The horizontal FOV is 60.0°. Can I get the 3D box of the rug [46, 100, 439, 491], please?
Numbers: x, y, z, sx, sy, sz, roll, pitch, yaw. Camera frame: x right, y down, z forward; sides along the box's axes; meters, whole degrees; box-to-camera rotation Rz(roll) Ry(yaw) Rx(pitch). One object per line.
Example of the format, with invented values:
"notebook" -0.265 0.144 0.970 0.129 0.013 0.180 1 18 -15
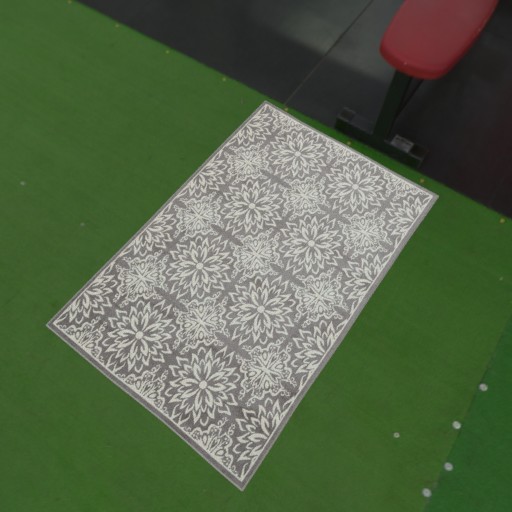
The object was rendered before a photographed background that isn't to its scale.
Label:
"rug" 0.000 0.000 2.353 1.224 0.012 1.847 34 69 15
